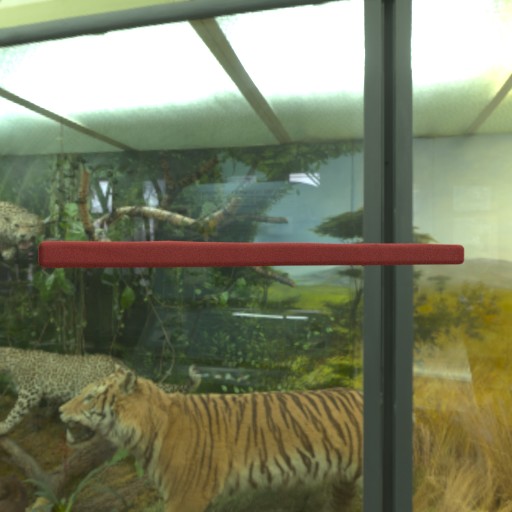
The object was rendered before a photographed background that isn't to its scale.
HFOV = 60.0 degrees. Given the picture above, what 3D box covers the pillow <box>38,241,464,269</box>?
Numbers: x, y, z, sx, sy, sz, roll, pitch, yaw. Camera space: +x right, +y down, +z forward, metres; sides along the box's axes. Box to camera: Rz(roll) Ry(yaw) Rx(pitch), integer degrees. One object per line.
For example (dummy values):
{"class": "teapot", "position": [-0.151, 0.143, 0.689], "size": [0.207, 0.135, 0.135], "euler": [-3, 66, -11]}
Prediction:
{"class": "pillow", "position": [0.000, 0.000, 1.357], "size": [1.187, 0.081, 0.492], "euler": [0, 0, -18]}
